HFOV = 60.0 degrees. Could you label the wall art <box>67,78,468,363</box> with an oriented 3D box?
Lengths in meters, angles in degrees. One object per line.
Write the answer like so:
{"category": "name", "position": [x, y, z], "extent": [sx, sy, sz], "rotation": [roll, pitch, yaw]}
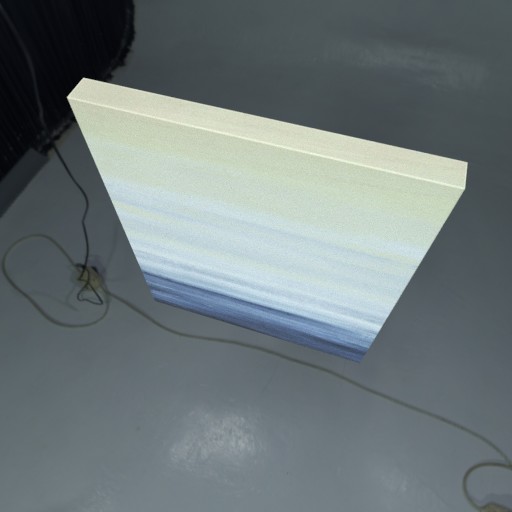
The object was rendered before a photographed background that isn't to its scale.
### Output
{"category": "wall art", "position": [0.000, 0.000, 0.688], "extent": [0.435, 0.511, 0.037], "rotation": [15, 59, 9]}
